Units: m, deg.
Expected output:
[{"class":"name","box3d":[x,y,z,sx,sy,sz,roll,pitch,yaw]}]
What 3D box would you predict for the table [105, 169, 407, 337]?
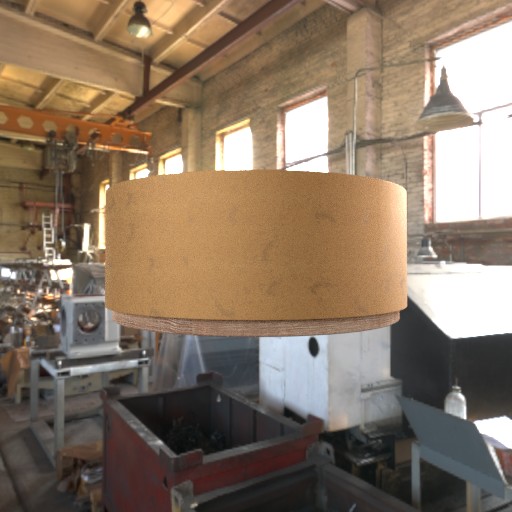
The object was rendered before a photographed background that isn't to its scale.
[{"class":"table","box3d":[0.000,0.000,1.553,1.001,0.409,1.001,0,-1,0]}]
